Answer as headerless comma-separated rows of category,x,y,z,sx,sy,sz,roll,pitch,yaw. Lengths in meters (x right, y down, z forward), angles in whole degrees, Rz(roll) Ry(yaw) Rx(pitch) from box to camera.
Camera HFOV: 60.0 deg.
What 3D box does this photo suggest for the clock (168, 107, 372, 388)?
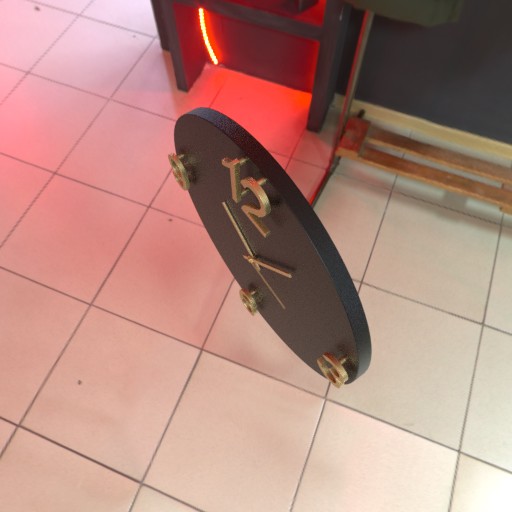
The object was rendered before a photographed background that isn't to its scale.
clock,0.000,0.000,0.672,0.038,0.454,0.454,-33,68,-15
